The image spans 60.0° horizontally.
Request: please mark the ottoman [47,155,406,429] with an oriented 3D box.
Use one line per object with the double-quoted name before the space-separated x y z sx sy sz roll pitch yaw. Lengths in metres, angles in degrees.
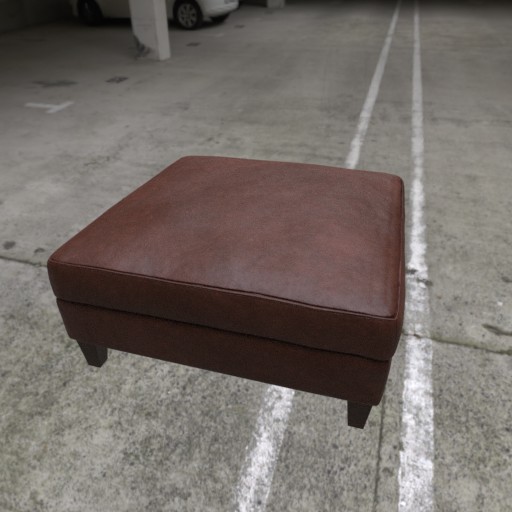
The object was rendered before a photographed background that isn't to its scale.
"ottoman" 0.000 0.000 1.355 0.844 0.415 0.836 9 32 14
